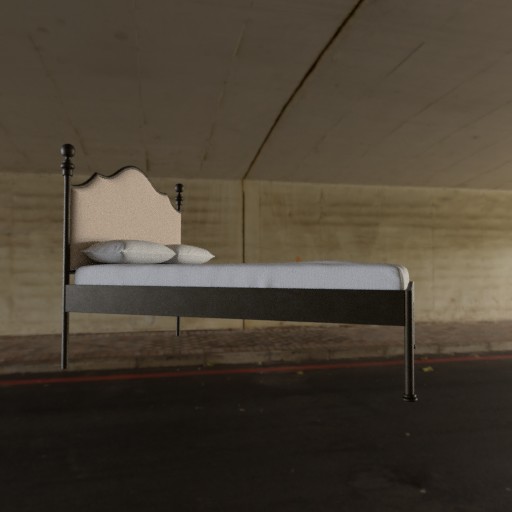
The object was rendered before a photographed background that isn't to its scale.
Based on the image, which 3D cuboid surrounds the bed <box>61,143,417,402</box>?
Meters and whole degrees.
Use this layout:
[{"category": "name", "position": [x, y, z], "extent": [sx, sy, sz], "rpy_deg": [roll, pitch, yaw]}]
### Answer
[{"category": "bed", "position": [0.000, 0.000, 3.197], "extent": [2.170, 1.462, 1.533], "rpy_deg": [-1, -2, 20]}]
